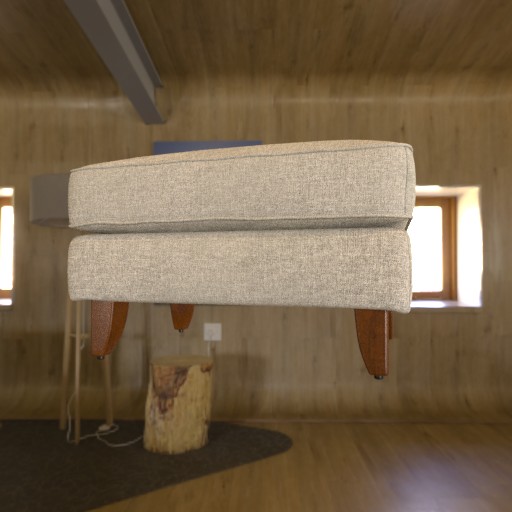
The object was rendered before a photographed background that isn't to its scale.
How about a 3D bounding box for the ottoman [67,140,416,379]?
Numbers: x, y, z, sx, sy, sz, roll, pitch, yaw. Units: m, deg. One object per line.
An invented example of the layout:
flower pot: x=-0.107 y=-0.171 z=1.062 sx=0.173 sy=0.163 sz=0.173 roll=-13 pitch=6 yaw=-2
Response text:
ottoman: x=0.000 y=0.000 z=1.334 sx=0.889 sy=0.561 sz=0.661 roll=0 pitch=-1 yaw=17
